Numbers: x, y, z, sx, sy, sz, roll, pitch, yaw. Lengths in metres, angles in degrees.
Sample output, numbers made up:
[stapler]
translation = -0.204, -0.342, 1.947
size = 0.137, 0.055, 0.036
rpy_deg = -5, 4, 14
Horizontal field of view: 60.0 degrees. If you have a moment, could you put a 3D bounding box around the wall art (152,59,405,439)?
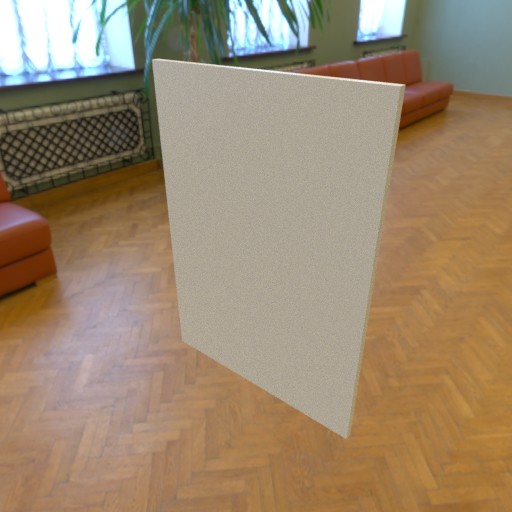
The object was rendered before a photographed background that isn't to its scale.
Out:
[wall art]
translation = 0.000, 0.000, 0.683
size = 0.381, 0.533, 0.013
rpy_deg = 22, 36, 33
